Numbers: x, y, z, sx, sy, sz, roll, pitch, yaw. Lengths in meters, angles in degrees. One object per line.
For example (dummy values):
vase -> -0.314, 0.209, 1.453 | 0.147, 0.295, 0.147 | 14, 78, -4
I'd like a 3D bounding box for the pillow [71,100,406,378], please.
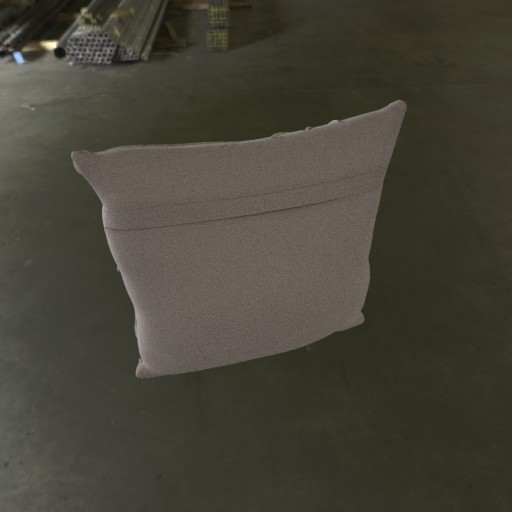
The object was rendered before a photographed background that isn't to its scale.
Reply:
pillow -> 0.000, 0.000, 0.686 | 0.439, 0.440, 0.185 | -12, 42, -13
